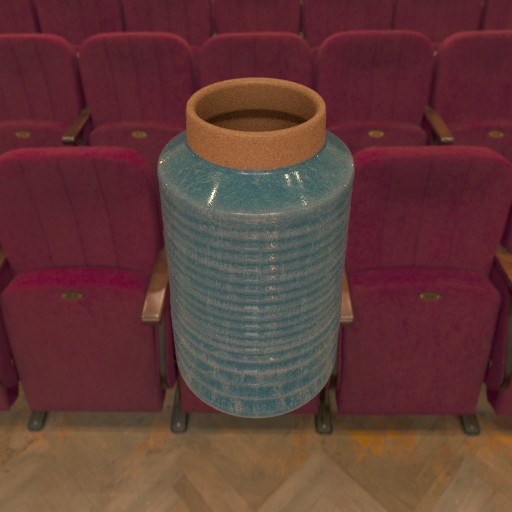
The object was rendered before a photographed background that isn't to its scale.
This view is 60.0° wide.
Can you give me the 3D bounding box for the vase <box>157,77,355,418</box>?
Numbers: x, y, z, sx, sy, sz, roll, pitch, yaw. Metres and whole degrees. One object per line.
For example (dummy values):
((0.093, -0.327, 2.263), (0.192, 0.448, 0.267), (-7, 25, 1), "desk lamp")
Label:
((0.000, 0.000, 0.376), (0.163, 0.267, 0.163), (0, 42, 0), "vase")
